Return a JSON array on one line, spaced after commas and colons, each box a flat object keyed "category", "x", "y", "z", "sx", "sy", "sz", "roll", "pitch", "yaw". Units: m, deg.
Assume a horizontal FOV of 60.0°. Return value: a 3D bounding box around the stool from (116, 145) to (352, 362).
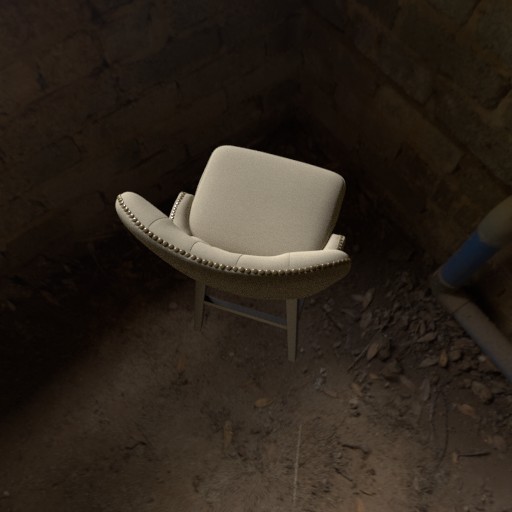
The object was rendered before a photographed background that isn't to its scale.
[{"category": "stool", "x": 0.000, "y": 0.000, "z": 1.450, "sx": 0.528, "sy": 1.066, "sz": 0.605, "roll": 16, "pitch": 65, "yaw": 8}]
